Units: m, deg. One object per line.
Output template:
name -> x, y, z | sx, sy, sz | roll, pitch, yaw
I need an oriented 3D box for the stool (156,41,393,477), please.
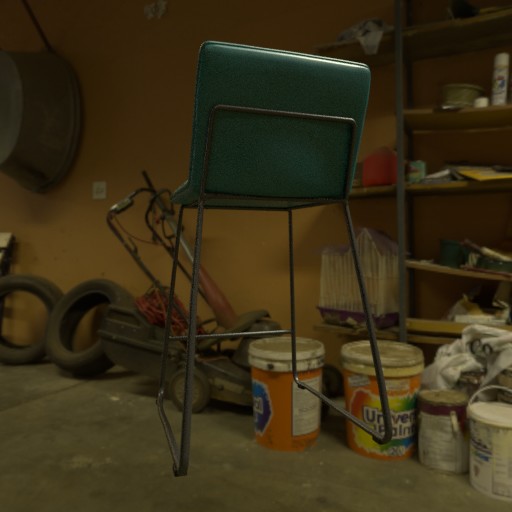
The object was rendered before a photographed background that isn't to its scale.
stool -> 0.000, 0.000, 1.164 | 0.489, 0.866, 0.524 | 0, 1, -18
